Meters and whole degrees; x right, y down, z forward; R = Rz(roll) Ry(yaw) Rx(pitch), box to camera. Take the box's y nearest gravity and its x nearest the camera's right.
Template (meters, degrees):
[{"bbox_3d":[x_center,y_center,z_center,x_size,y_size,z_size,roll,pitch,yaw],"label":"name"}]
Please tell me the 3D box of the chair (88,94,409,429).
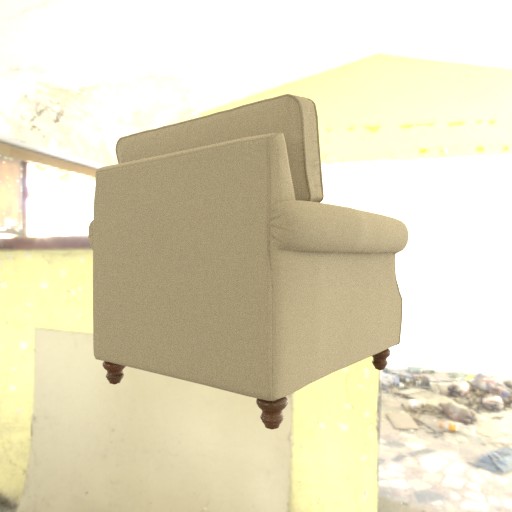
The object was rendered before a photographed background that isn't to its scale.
[{"bbox_3d":[0.000,0.000,1.782,1.029,0.967,0.966,0,0,37],"label":"chair"}]
